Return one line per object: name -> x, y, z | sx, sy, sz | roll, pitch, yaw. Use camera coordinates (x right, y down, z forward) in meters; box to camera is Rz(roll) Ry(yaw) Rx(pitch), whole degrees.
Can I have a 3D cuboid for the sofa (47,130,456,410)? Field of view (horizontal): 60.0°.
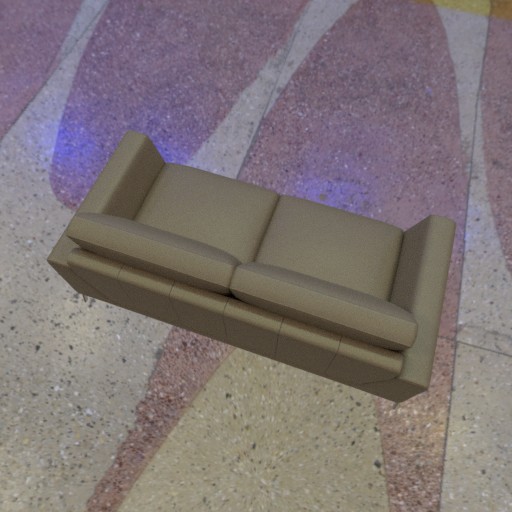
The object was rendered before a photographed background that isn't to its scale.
sofa -> 0.000, 0.000, 2.509 | 2.017, 0.875, 0.953 | 17, 64, 9
